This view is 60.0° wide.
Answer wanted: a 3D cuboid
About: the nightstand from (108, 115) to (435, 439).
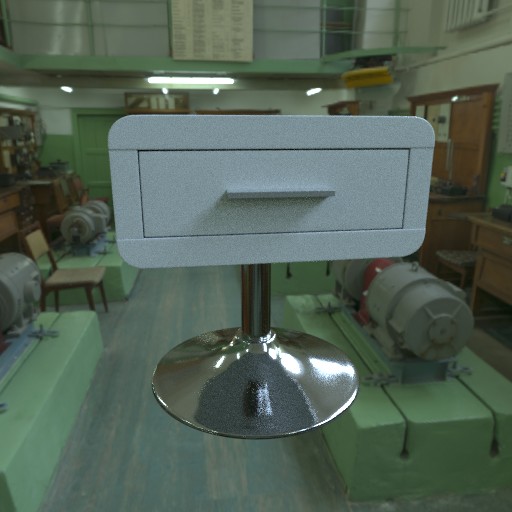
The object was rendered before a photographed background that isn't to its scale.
[{"bbox_3d":[0.000,0.000,0.758,0.399,0.447,0.404,-2,16,-9],"label":"nightstand"}]
